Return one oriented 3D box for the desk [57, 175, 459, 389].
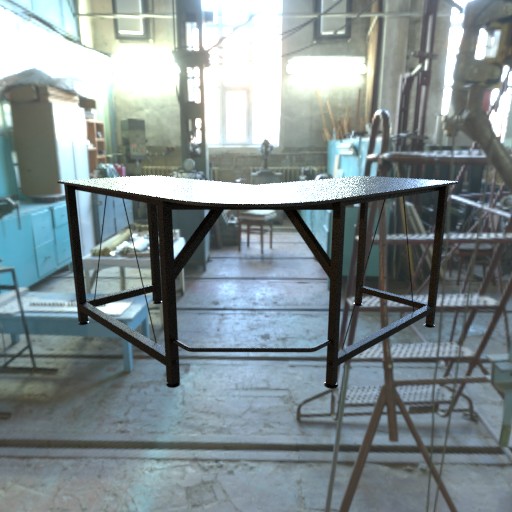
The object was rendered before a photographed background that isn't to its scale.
[{"bbox_3d":[0.000,0.000,2.280,1.400,0.762,1.400,-13,19,-42],"label":"desk"}]
